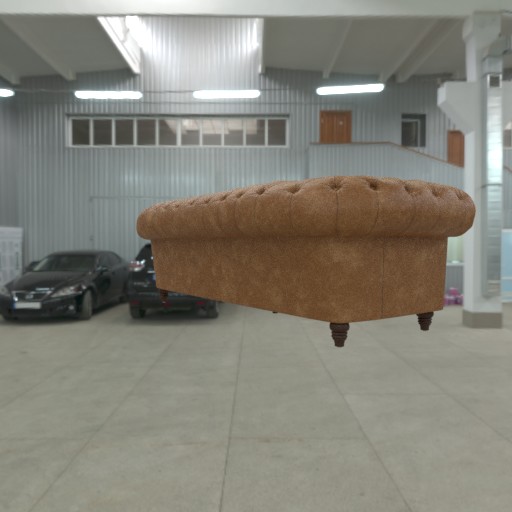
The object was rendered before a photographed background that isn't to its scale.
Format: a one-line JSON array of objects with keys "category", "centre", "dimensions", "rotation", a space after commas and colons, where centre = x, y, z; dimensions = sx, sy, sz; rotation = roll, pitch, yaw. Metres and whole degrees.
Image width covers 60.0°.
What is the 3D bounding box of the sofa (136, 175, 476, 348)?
[{"category": "sofa", "centre": [0.000, 0.000, 2.834], "dimensions": [0.989, 0.760, 2.365], "rotation": [-1, 2, -36]}]
